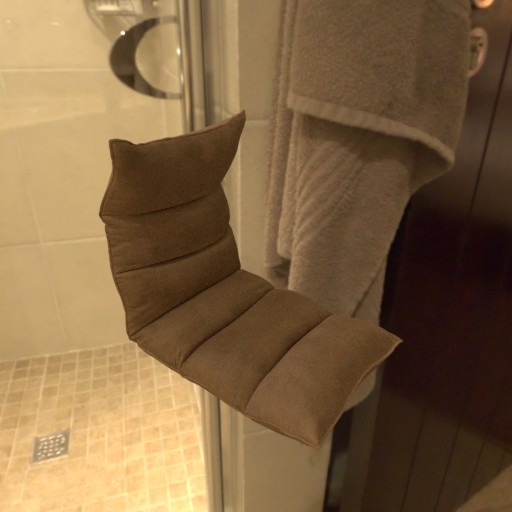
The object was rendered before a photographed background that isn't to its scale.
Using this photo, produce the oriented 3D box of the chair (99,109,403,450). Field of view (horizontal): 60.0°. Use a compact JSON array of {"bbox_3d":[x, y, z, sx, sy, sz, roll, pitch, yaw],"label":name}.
[{"bbox_3d":[0.000,0.000,1.627,0.985,0.892,0.714,19,32,33],"label":"chair"}]
